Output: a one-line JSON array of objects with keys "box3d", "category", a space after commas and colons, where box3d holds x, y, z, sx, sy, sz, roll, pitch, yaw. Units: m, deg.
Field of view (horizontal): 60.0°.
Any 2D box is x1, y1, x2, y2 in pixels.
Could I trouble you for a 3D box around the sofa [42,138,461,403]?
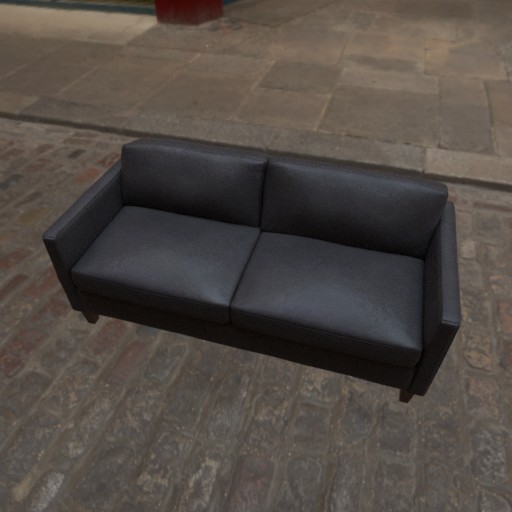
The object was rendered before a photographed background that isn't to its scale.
[{"box3d": [0.000, 0.000, 2.416, 1.971, 0.863, 0.933, 11, 44, 12], "category": "sofa"}]
